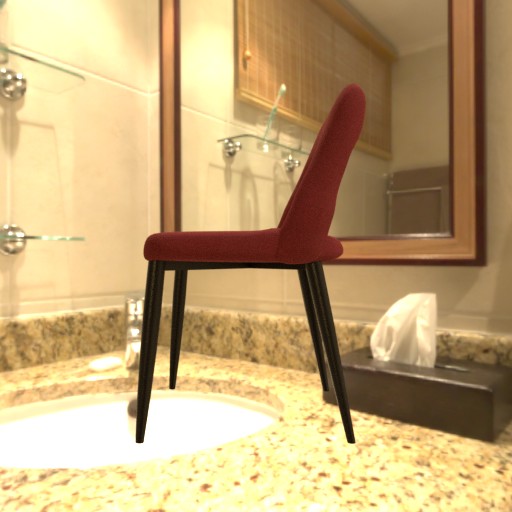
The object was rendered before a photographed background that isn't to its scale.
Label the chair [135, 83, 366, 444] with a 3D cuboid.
[{"bbox_3d":[0.000,0.000,1.248,0.569,0.892,0.483,0,0,0],"label":"chair"}]
